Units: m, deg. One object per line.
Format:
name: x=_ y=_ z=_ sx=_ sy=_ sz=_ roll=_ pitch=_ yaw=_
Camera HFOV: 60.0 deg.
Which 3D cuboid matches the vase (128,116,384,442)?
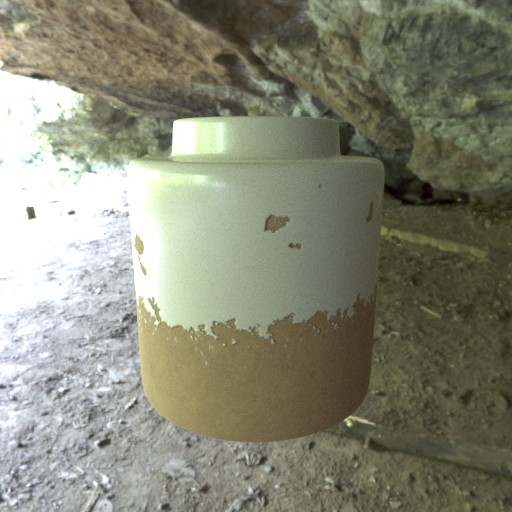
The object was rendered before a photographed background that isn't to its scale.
vase: x=0.000 y=0.000 z=0.286 sx=0.153 sy=0.167 sz=0.153 roll=0 pitch=14 yaw=0
